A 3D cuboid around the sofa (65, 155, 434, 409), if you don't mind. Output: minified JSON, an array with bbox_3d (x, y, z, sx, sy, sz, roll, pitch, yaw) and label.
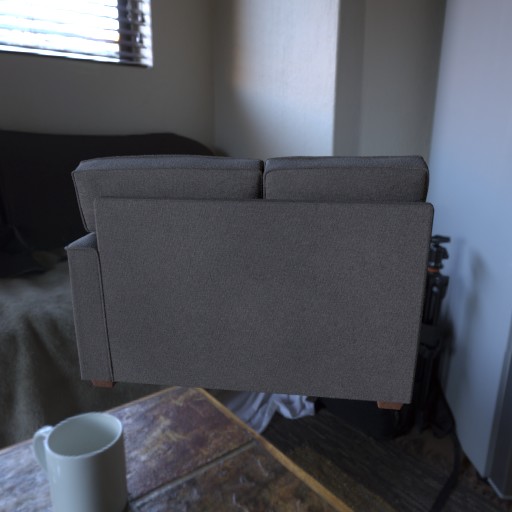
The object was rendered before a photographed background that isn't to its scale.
[{"bbox_3d":[0.000,0.000,2.124,1.388,0.989,0.991,2,16,7],"label":"sofa"}]
